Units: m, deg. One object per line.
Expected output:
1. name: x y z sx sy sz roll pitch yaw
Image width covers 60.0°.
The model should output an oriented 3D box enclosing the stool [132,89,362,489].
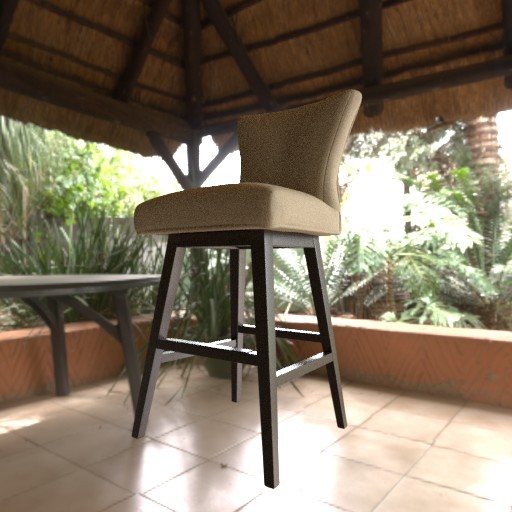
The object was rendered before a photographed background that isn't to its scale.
1. stool: 0.000 0.000 1.400 0.514 1.086 0.574 0 -1 36
